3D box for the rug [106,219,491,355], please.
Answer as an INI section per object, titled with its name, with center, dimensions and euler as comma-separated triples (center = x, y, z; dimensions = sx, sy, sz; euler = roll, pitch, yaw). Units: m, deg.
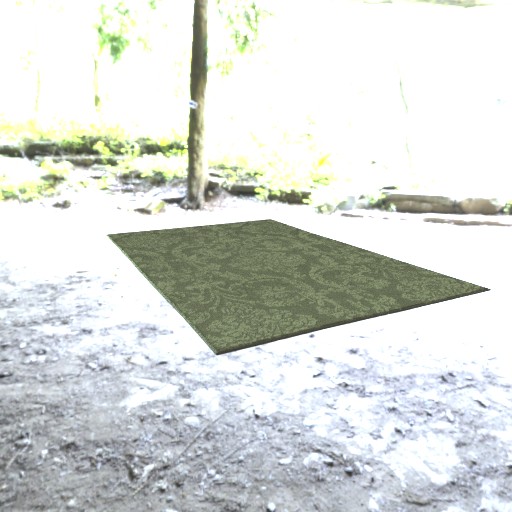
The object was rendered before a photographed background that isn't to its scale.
[rug]
center = 0.000, 0.000, 2.308
dimensions = 1.206, 0.012, 1.824
euler = -8, 17, -27
